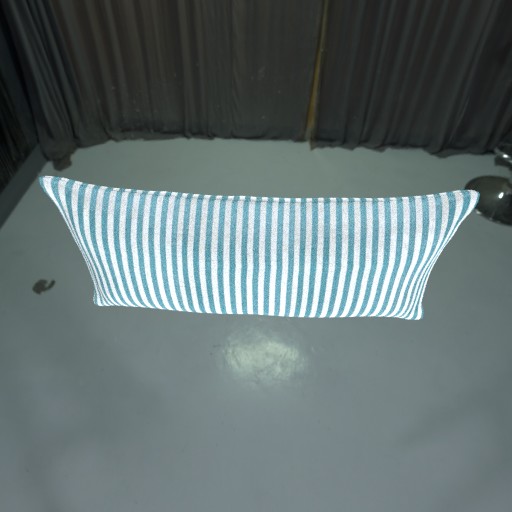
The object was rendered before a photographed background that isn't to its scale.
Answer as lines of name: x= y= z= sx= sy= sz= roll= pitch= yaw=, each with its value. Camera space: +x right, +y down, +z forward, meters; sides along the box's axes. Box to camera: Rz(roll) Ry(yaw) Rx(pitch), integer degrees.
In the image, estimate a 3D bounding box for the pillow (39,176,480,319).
pillow: x=0.000 y=0.000 z=0.723 sx=0.617 sy=0.295 sz=0.151 roll=2 pitch=47 yaw=2
